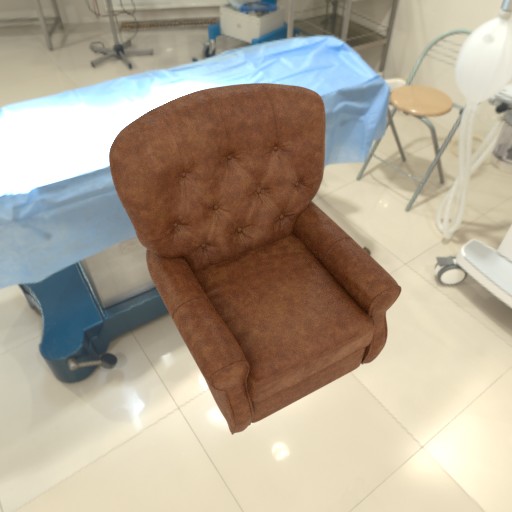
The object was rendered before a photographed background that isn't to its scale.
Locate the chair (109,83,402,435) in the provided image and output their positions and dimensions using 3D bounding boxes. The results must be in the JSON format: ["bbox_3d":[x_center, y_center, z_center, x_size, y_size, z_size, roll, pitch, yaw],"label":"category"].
[{"bbox_3d":[0.000,0.000,1.959,0.951,1.164,1.059,-22,50,-19],"label":"chair"}]
